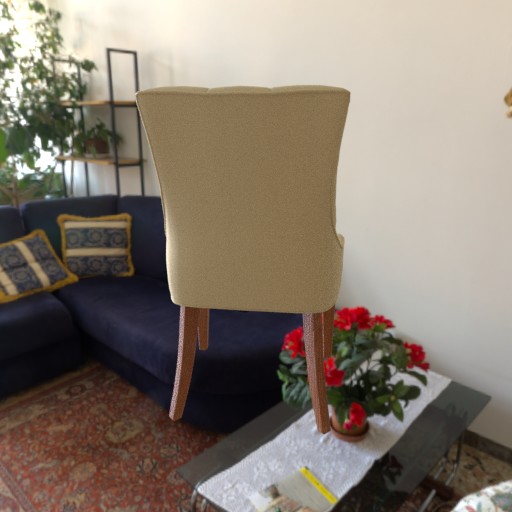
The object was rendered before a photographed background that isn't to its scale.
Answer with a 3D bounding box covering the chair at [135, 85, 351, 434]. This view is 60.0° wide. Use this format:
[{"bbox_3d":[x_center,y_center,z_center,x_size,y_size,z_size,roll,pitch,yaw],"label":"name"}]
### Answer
[{"bbox_3d":[0.000,0.000,1.255,0.509,0.874,0.565,2,18,7],"label":"chair"}]
